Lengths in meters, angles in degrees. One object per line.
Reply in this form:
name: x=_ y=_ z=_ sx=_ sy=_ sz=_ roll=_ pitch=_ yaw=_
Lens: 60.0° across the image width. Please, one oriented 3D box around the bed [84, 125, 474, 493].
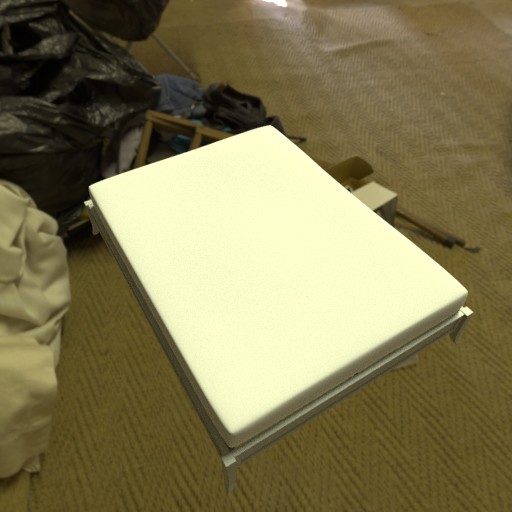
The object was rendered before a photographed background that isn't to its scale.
bed: x=0.000 y=0.000 z=2.830 sx=1.604 sy=0.510 sz=2.108 roll=-24 pitch=51 yaw=-21
